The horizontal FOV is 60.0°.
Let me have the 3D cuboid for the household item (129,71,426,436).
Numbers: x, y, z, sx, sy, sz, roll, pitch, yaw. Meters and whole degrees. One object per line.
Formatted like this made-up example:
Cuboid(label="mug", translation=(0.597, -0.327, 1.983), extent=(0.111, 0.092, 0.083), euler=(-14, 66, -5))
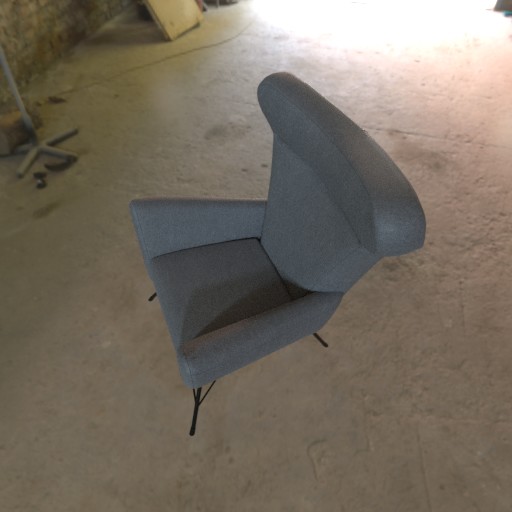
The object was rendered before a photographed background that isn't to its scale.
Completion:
Cuboid(label="household item", translation=(0.000, 0.000, 1.788), extent=(0.900, 1.050, 0.980), euler=(-17, 50, -15))
